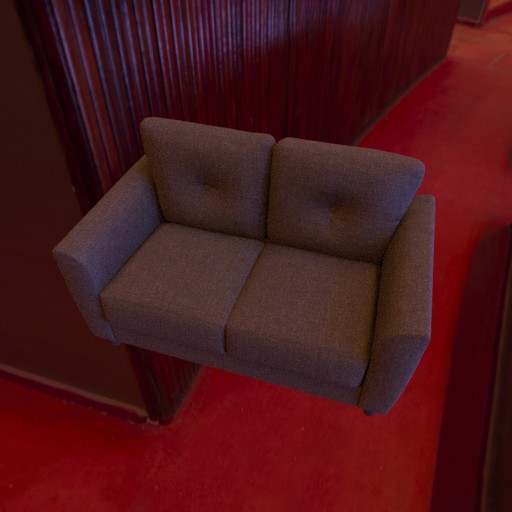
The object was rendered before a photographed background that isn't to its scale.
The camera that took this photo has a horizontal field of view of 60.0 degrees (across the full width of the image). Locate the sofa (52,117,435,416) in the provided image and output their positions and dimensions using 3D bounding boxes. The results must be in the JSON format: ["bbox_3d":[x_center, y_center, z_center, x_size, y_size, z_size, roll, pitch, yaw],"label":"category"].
[{"bbox_3d":[0.000,0.000,1.967,1.423,0.885,0.851,12,44,13],"label":"sofa"}]
